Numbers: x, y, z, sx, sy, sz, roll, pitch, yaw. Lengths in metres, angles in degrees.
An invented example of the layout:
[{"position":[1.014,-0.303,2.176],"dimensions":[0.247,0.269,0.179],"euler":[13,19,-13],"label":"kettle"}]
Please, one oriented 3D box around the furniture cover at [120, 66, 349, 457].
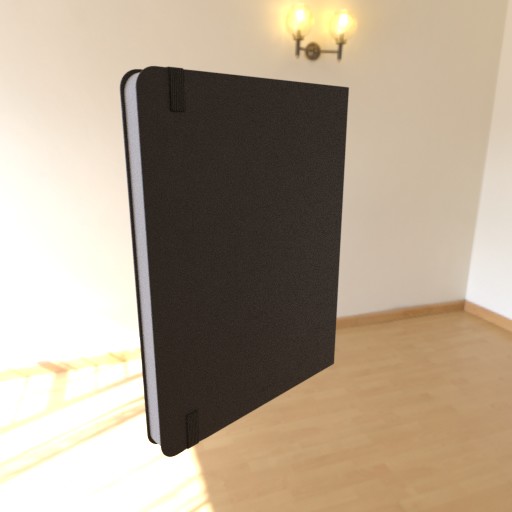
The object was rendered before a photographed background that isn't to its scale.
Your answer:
[{"position":[0.000,0.000,0.376],"dimensions":[0.216,0.281,0.023],"euler":[-15,22,-42],"label":"furniture cover"}]
